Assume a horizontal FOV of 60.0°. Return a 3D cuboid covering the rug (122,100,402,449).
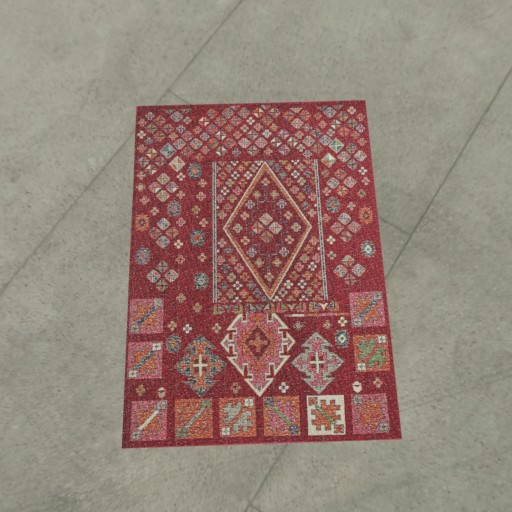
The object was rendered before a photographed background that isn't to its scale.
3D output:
[{"bbox_3d":[0.000,0.000,2.768,1.579,0.007,2.184,-2,75,0],"label":"rug"}]
